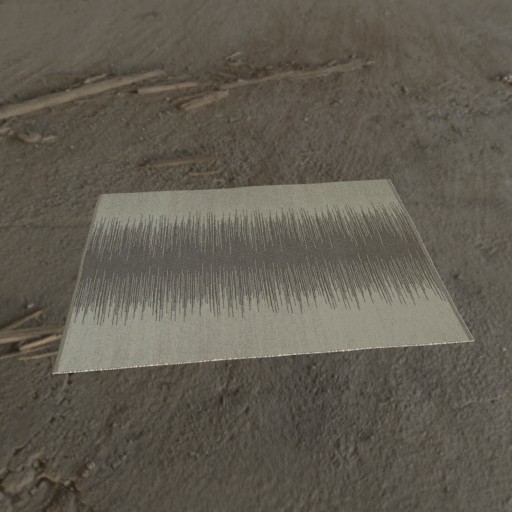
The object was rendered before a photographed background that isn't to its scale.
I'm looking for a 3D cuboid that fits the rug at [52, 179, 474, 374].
[{"bbox_3d":[0.000,0.000,2.315,1.815,0.007,1.226,-4,45,-4],"label":"rug"}]
